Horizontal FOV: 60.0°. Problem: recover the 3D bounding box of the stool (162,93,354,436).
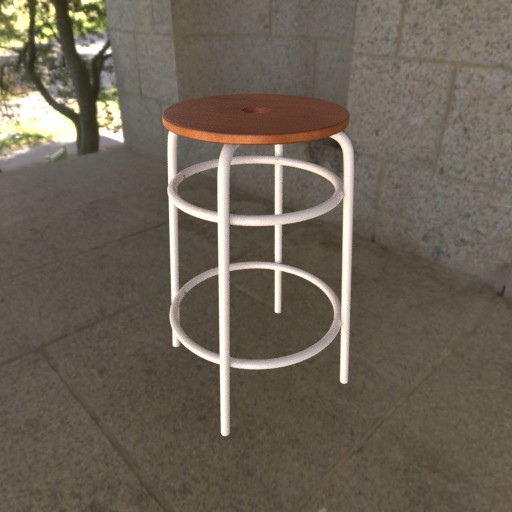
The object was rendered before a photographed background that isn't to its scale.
[{"bbox_3d":[0.000,0.000,0.955,0.455,0.610,0.455,9,31,15],"label":"stool"}]
